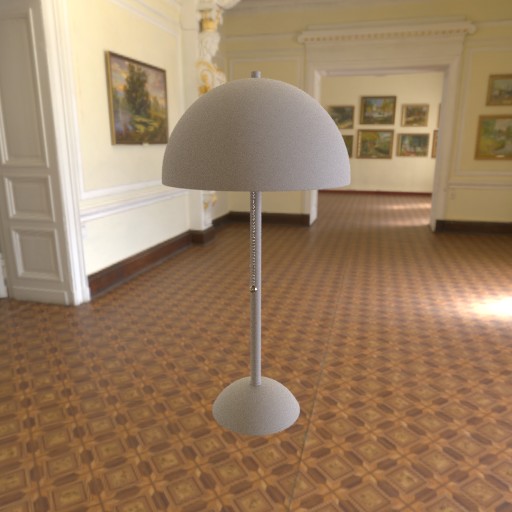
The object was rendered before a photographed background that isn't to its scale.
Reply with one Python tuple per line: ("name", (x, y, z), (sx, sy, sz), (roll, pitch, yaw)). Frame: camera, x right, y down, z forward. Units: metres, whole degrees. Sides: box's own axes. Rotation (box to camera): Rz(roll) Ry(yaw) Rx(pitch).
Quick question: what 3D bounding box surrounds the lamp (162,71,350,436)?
("lamp", (0.000, 0.000, 0.427), (0.171, 0.330, 0.171), (0, 14, 0))
